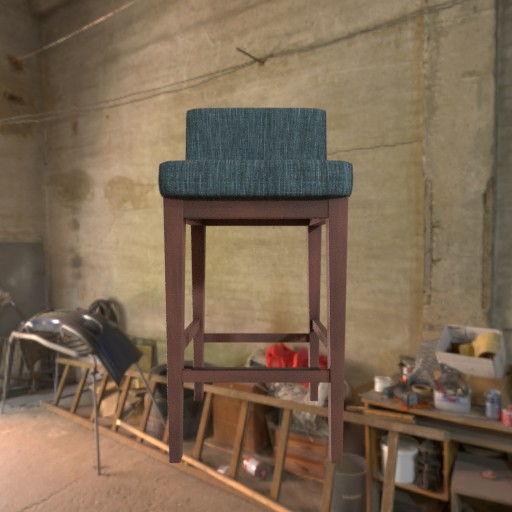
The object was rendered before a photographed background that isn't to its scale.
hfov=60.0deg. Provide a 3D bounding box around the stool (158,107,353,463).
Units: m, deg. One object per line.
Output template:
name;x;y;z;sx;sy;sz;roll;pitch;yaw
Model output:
stool;0.000;0.000;1.096;0.395;0.835;0.459;0;1;0
